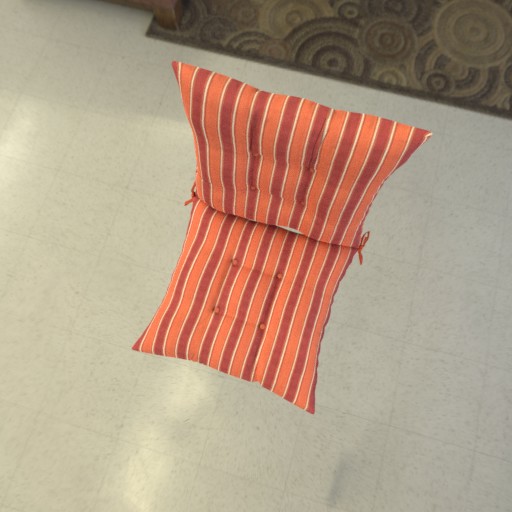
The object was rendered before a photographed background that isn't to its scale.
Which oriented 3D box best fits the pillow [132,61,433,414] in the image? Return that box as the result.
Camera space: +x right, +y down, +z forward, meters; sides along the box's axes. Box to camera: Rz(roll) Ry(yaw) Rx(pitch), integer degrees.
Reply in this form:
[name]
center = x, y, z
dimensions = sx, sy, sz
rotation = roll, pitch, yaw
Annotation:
[pillow]
center = 0.000, 0.000, 1.010
dimensions = 0.541, 0.536, 0.585
rotation = 18, 75, 5
